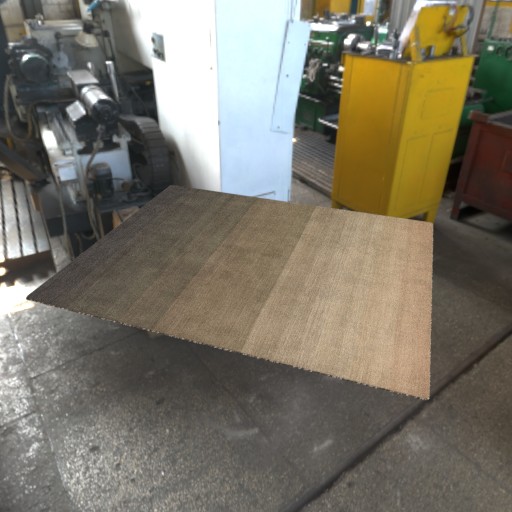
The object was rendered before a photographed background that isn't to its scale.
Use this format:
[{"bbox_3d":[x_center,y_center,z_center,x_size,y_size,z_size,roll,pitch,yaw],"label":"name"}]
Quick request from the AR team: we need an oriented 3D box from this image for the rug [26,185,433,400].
[{"bbox_3d":[0.000,0.000,3.852,2.902,0.017,2.306,10,33,16],"label":"rug"}]
